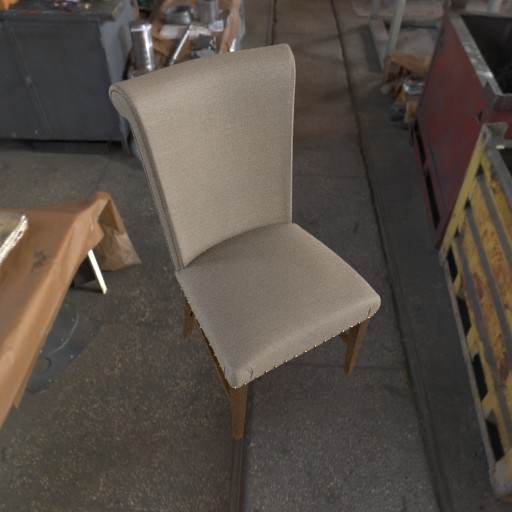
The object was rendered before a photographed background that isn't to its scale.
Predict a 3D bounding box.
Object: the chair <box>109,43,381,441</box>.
[{"bbox_3d":[0.000,0.000,1.339,0.513,0.988,0.608,-23,51,-21],"label":"chair"}]
